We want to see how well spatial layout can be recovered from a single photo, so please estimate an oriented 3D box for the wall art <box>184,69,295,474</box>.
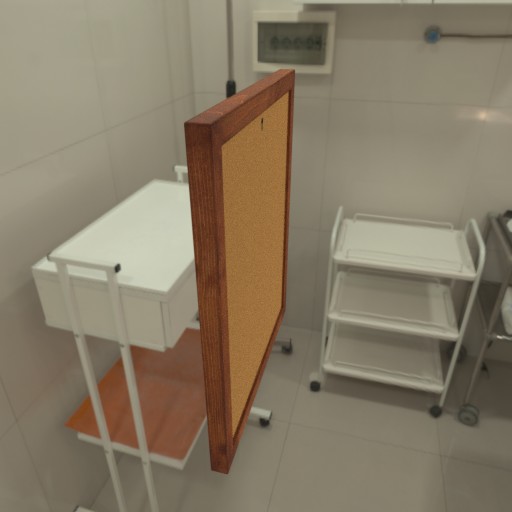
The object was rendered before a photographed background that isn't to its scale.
[{"bbox_3d":[0.000,0.000,0.778,0.030,0.558,0.462,7,30,13],"label":"wall art"}]
